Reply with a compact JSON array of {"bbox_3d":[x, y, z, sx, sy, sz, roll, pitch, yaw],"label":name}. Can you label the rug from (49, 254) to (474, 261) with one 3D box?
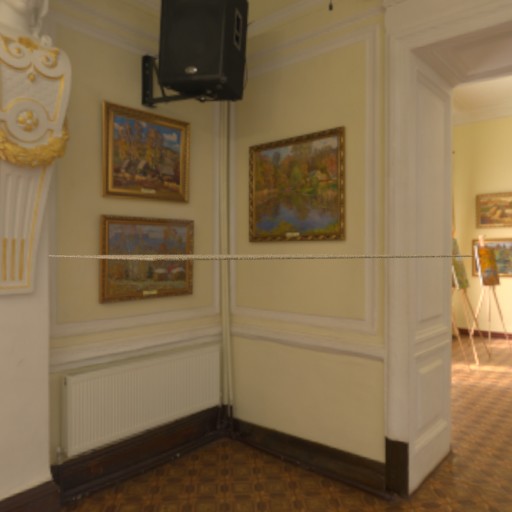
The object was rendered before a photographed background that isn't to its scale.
[{"bbox_3d":[0.000,0.000,4.062,3.034,0.012,2.471,0,1,-36],"label":"rug"}]
